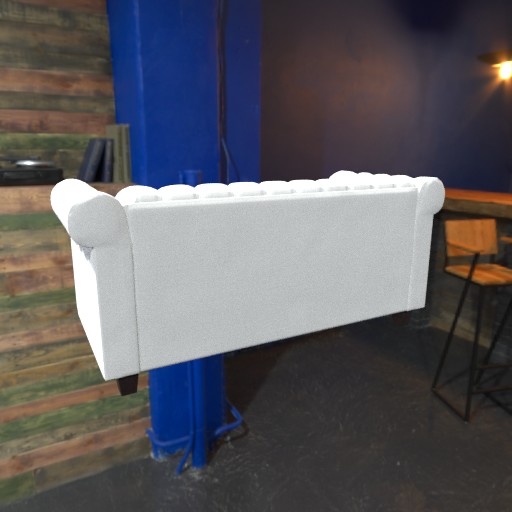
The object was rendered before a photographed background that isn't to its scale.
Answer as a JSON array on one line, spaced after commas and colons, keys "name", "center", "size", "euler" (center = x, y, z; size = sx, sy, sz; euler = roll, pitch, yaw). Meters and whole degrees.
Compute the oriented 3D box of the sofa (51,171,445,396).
[{"name": "sofa", "center": [0.000, 0.000, 2.248], "size": [1.798, 0.796, 0.771], "euler": [-7, 15, -27]}]
